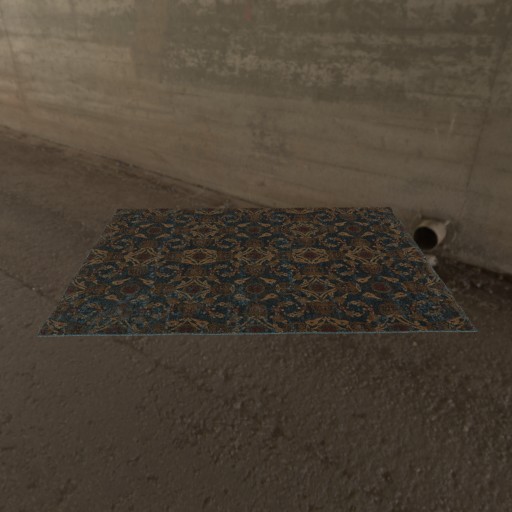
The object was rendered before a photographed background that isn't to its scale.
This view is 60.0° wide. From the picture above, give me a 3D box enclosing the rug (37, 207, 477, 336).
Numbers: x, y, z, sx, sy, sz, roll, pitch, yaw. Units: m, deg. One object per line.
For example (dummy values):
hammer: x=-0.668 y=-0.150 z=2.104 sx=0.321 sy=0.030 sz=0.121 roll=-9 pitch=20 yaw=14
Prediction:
rug: x=0.000 y=0.000 z=4.318 sx=3.291 sy=0.013 sz=2.337 roll=0 pitch=30 yaw=-1
